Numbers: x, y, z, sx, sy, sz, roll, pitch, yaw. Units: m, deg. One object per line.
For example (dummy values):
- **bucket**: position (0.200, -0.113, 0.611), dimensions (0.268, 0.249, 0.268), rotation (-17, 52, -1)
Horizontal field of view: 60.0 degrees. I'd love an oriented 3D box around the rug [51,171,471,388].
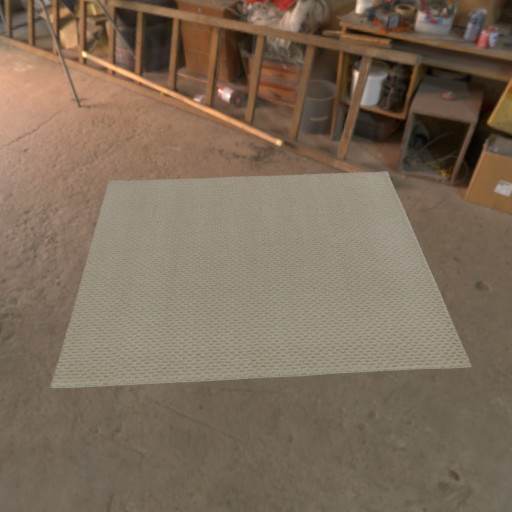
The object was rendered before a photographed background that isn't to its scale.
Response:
- **rug**: position (0.000, 0.000, 3.808), dimensions (2.897, 0.035, 2.277), rotation (-2, 47, -2)
